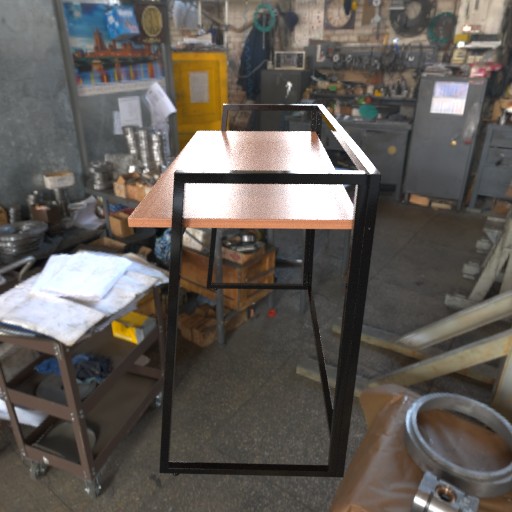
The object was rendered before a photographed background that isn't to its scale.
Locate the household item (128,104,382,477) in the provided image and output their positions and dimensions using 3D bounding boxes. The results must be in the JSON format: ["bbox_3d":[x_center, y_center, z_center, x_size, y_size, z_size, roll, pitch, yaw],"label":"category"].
[{"bbox_3d":[0.000,0.000,1.511,0.510,0.860,1.050,1,26,1],"label":"household item"}]
